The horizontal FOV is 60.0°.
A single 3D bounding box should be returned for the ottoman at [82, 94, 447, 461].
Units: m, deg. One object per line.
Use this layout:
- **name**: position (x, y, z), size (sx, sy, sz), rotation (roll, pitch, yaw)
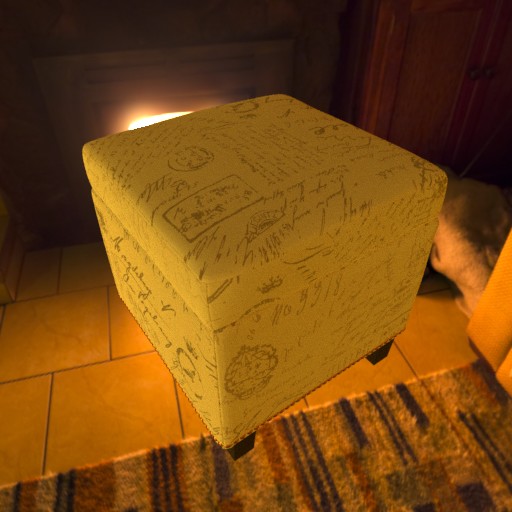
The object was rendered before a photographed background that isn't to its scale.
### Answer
- **ottoman**: position (0.000, 0.000, 0.847), size (0.449, 0.457, 0.450), rotation (-24, 45, -27)
